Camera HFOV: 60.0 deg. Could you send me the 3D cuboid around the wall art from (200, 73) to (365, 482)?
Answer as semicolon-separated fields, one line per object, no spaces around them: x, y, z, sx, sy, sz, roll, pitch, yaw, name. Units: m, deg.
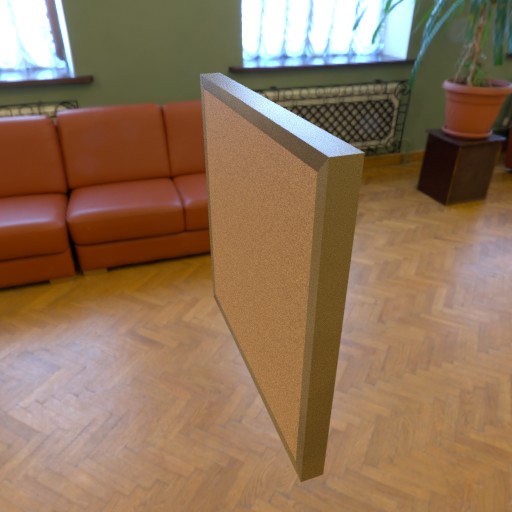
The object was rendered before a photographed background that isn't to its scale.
0.000;0.000;0.753;0.038;0.508;0.507;-11;33;-17;wall art
